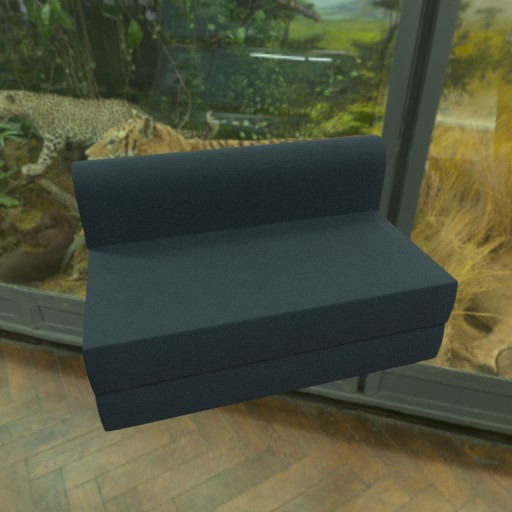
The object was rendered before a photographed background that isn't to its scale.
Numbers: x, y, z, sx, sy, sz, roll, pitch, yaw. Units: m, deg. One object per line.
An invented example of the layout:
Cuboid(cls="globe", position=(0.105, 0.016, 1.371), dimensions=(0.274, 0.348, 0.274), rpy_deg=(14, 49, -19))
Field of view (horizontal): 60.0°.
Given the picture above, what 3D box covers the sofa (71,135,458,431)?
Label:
Cuboid(cls="sofa", position=(0.000, 0.000, 1.657), dimensions=(1.219, 0.660, 0.762), rpy_deg=(-8, 33, -13))
